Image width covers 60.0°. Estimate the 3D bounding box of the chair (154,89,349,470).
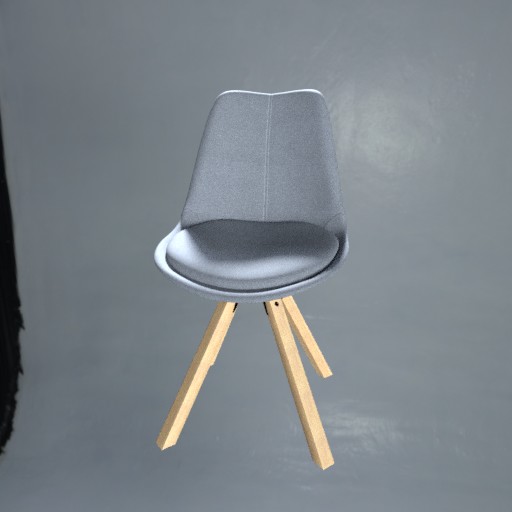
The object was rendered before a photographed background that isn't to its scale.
[{"bbox_3d":[0.000,0.000,1.169,0.474,0.863,0.549,3,16,9],"label":"chair"}]
